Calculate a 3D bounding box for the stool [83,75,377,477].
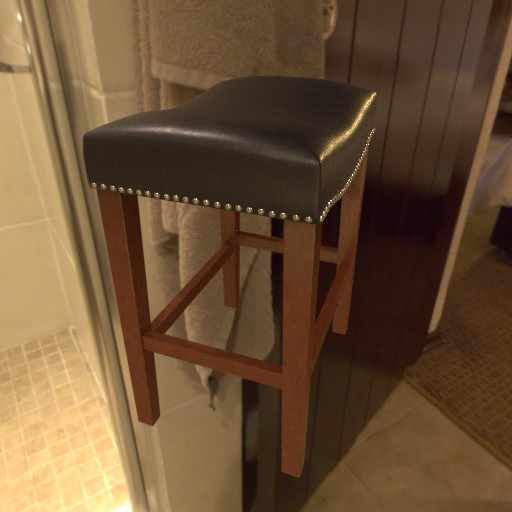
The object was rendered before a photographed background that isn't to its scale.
[{"bbox_3d":[0.000,0.000,0.936,0.372,0.654,0.504,11,32,18],"label":"stool"}]
